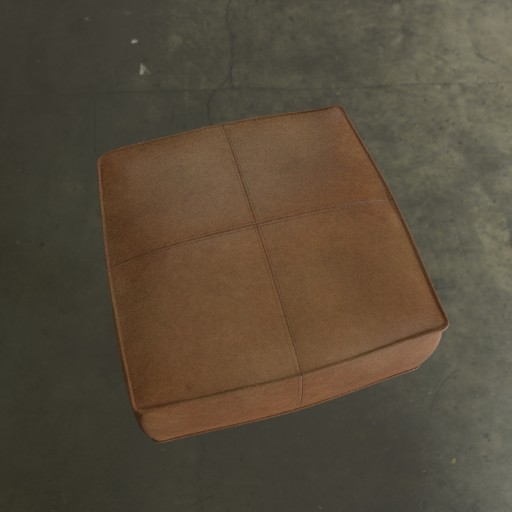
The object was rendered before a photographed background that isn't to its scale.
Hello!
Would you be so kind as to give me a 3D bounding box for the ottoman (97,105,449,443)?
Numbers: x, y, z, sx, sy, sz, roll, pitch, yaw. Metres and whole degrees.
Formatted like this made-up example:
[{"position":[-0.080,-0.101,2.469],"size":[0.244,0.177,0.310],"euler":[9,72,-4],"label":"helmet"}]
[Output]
[{"position":[0.000,0.000,1.371],"size":[0.902,0.395,0.901],"euler":[-14,64,-7],"label":"ottoman"}]
